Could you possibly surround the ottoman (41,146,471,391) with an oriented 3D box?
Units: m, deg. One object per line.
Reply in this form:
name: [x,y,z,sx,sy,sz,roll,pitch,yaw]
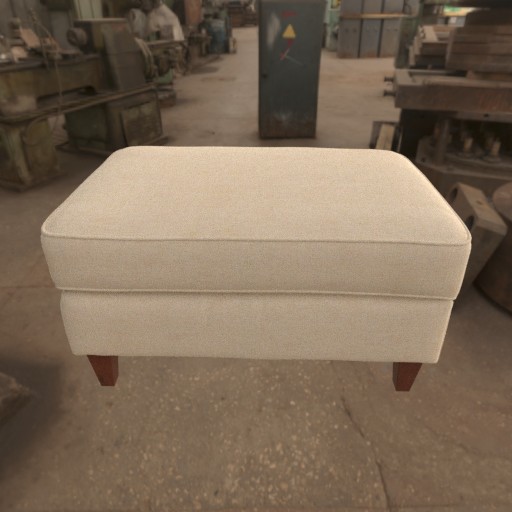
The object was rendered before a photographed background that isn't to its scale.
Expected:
ottoman: [0.000,0.000,1.185,0.862,0.484,0.583,1,31,1]
